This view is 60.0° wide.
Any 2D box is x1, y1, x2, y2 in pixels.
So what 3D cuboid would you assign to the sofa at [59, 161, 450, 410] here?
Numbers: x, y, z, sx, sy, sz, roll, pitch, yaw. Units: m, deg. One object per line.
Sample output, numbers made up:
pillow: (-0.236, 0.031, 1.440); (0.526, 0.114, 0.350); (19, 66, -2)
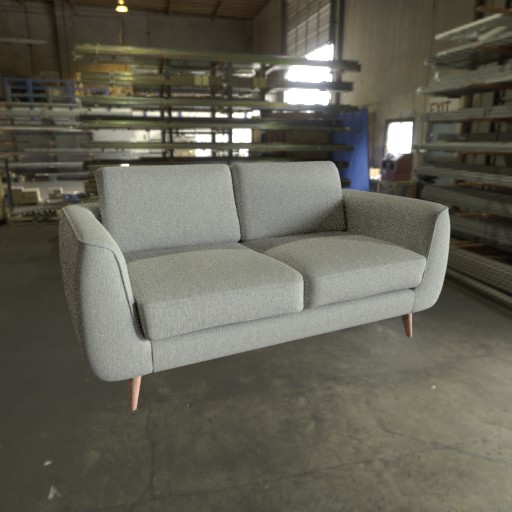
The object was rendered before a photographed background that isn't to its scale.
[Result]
sofa: (0.000, 0.000, 2.137); (1.700, 0.850, 0.920); (-7, 16, -26)
